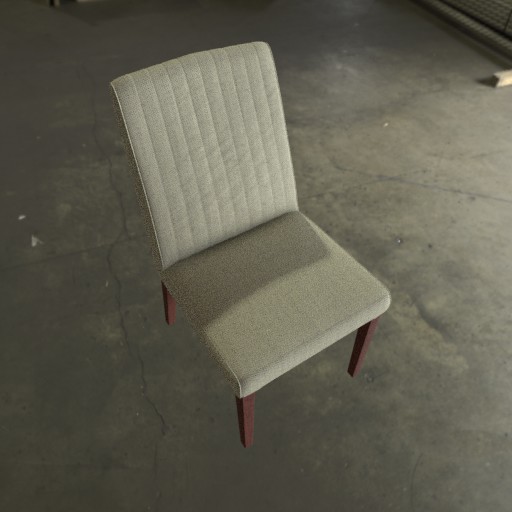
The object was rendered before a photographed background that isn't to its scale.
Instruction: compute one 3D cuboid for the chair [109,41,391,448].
[{"bbox_3d":[0.000,0.000,1.215,0.480,0.900,0.594,-25,52,-22],"label":"chair"}]
